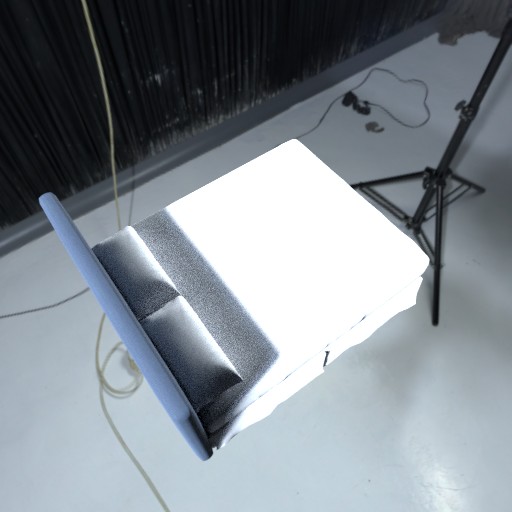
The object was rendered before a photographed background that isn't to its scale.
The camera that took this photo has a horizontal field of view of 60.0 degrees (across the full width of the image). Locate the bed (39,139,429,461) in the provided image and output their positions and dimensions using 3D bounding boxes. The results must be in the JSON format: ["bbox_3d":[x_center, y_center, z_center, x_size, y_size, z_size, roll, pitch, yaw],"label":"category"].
[{"bbox_3d":[0.000,0.000,3.231,2.162,1.330,1.713,-32,63,-19],"label":"bed"}]
